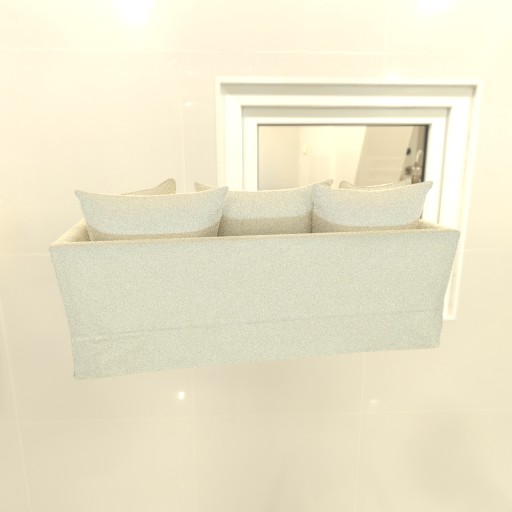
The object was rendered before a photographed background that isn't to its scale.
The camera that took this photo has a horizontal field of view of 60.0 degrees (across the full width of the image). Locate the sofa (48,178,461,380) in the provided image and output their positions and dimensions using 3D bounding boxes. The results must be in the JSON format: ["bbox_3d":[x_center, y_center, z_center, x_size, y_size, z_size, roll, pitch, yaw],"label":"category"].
[{"bbox_3d":[0.000,0.000,2.916,2.290,1.034,1.031,-3,14,-10],"label":"sofa"}]
